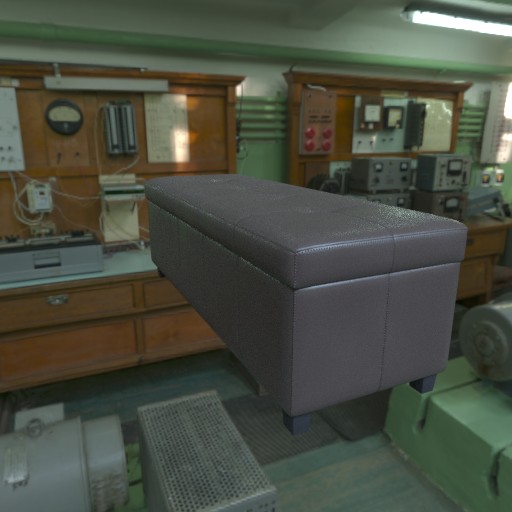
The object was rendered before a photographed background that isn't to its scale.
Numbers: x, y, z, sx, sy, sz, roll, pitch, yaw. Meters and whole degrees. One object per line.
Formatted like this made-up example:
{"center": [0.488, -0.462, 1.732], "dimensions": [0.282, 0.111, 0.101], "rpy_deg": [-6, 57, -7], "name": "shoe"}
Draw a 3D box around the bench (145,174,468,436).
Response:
{"center": [0.000, 0.000, 1.409], "dimensions": [0.450, 0.417, 1.219], "rpy_deg": [-7, 17, -24], "name": "bench"}
